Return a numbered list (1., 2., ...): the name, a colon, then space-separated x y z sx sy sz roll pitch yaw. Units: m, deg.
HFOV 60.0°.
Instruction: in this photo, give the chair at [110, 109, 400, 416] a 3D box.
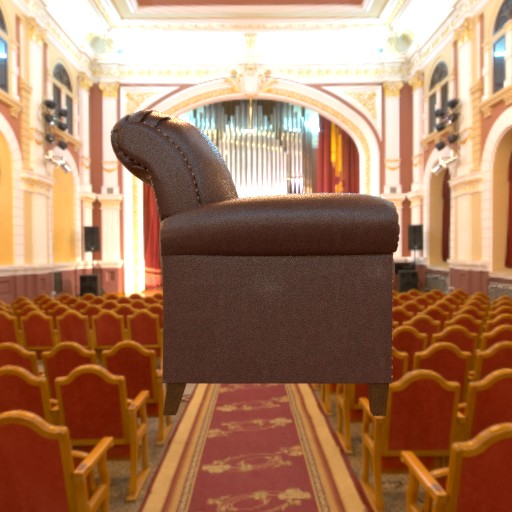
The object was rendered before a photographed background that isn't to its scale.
1. chair: 0.000 0.000 1.636 0.890 0.927 0.854 0 1 0
